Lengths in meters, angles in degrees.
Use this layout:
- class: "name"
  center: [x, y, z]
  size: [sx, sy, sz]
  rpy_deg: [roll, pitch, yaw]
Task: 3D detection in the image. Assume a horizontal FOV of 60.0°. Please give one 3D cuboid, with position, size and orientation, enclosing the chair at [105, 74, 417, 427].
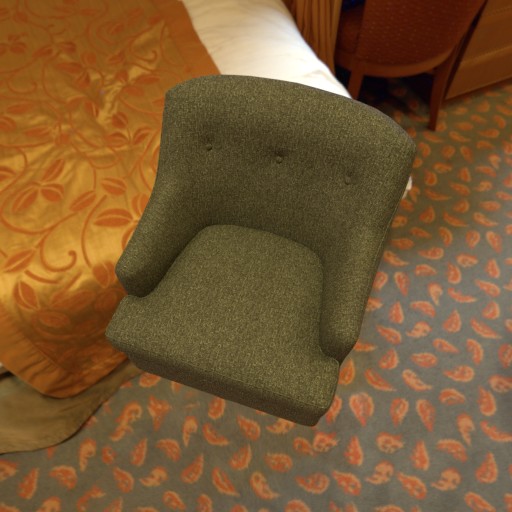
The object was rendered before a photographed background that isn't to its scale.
- class: "chair"
  center: [0.000, 0.000, 1.614]
  size: [0.864, 0.856, 0.923]
  rpy_deg: [16, 60, 9]
